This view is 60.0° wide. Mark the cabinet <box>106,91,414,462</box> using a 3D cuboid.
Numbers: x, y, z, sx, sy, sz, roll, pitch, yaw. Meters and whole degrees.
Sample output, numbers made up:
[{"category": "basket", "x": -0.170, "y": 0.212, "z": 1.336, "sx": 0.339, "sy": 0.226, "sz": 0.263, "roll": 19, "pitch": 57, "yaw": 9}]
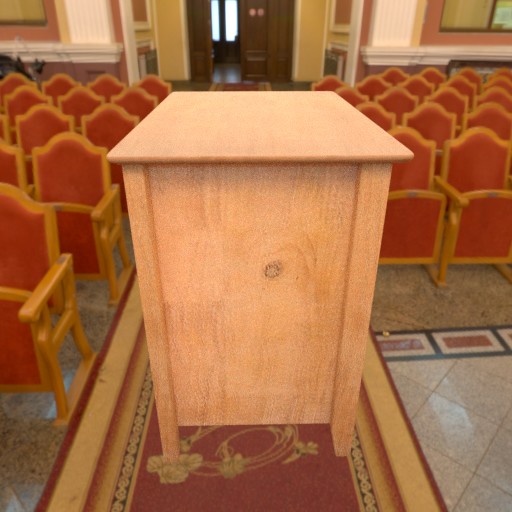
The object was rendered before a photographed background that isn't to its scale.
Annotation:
[{"category": "cabinet", "x": 0.000, "y": 0.000, "z": 1.224, "sx": 0.503, "sy": 0.762, "sz": 0.763, "roll": -1, "pitch": 28, "yaw": -1}]
